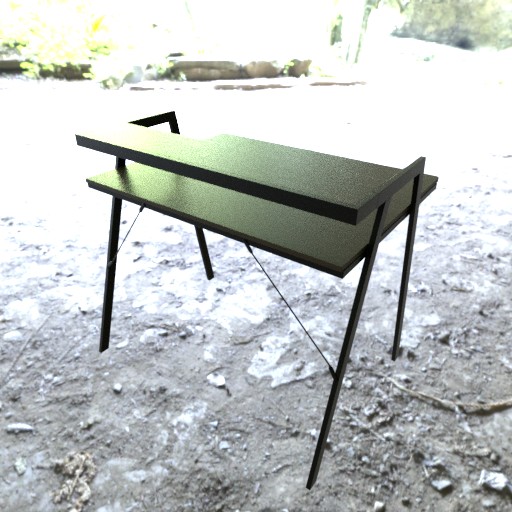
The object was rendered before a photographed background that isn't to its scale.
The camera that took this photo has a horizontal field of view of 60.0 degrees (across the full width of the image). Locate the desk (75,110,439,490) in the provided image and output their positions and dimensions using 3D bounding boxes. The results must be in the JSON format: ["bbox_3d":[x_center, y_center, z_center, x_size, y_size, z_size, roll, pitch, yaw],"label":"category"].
[{"bbox_3d":[0.000,0.000,1.862,1.143,0.998,0.936,20,36,31],"label":"desk"}]
